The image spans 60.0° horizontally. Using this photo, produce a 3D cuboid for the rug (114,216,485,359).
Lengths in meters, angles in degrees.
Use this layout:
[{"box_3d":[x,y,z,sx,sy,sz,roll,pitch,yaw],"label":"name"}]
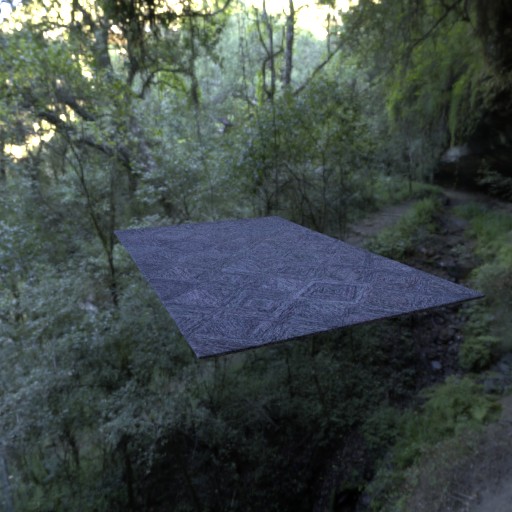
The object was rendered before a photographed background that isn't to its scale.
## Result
[{"box_3d":[0.000,0.000,2.226,1.158,0.013,1.752,-7,18,-24],"label":"rug"}]
